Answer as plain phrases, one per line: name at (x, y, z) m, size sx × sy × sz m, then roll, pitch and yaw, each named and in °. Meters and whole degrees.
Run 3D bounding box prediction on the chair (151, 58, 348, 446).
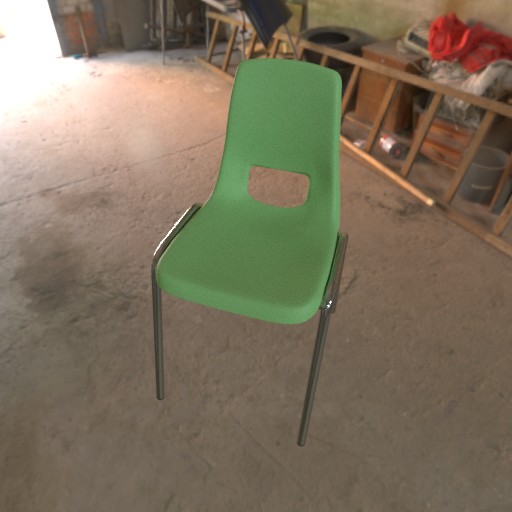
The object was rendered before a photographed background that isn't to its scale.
chair at (0.000, 0.000, 0.975) m, size 0.381 × 0.704 × 0.436 m, roll 13°, pitch 44°, yaw 14°
